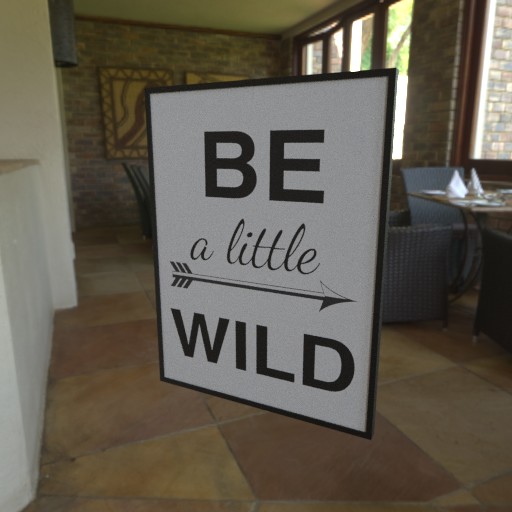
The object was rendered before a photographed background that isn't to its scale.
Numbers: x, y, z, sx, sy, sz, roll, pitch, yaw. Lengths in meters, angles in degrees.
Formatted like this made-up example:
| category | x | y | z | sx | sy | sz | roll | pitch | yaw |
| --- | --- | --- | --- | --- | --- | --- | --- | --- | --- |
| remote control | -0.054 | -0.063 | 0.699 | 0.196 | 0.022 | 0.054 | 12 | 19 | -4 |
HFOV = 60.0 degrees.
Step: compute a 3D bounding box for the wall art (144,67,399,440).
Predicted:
| category | x | y | z | sx | sy | sz | roll | pitch | yaw |
| --- | --- | --- | --- | --- | --- | --- | --- | --- | --- |
| wall art | 0.000 | 0.000 | 1.423 | 0.806 | 1.062 | 0.038 | 7 | 15 | 26 |
